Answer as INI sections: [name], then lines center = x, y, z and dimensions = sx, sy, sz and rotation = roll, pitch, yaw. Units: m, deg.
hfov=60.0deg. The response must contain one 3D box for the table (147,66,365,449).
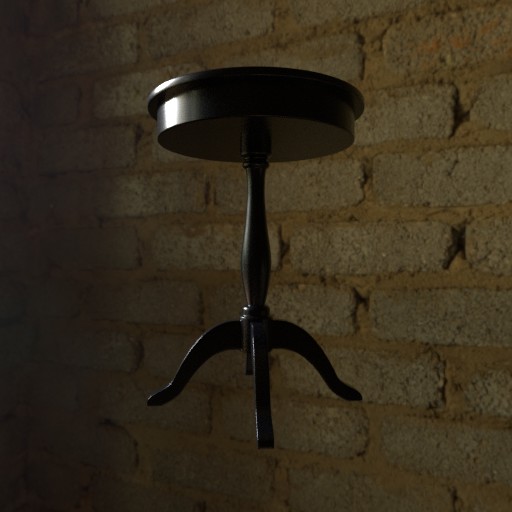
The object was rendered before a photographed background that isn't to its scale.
[table]
center = 0.000, 0.000, 1.006
dimensions = 0.481, 0.665, 0.481
rotation = 0, 1, 0
